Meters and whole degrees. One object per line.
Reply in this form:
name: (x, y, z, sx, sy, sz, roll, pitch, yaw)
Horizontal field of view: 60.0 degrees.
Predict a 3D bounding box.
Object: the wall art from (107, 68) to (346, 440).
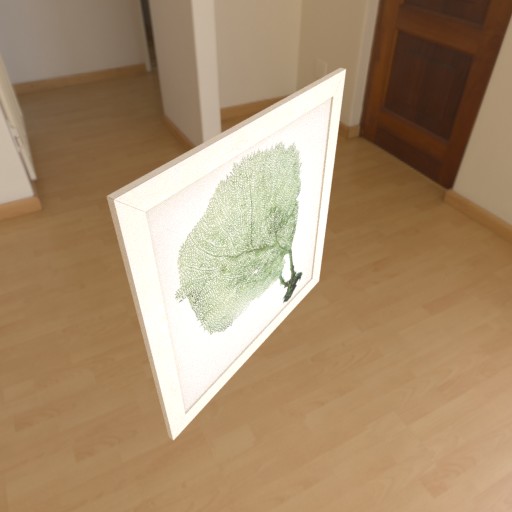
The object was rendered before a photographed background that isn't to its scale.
wall art: (0.000, 0.000, 0.899, 0.013, 0.584, 0.584, 26, 47, 27)
